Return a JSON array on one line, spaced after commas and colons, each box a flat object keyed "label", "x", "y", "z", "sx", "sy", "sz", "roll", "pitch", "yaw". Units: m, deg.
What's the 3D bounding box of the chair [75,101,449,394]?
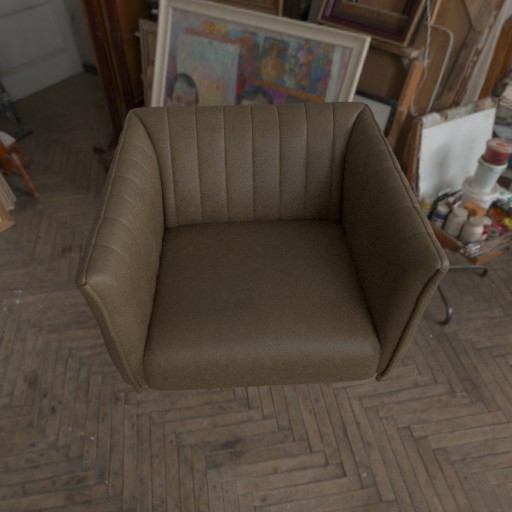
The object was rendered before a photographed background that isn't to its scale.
[{"label": "chair", "x": 0.000, "y": 0.000, "z": 1.626, "sx": 0.981, "sy": 0.779, "sz": 0.876, "roll": -2, "pitch": 46, "yaw": -2}]
